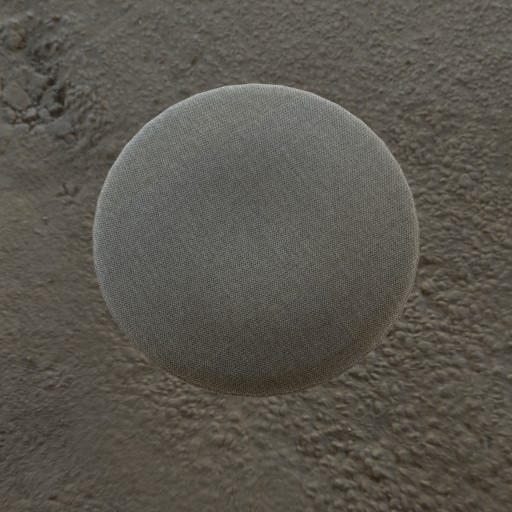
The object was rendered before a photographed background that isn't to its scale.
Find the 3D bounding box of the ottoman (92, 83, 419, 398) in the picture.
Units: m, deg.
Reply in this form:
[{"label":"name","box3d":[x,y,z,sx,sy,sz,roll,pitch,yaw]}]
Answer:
[{"label":"ottoman","box3d":[0.000,0.000,0.852,0.500,0.419,0.500,0,76,0]}]
